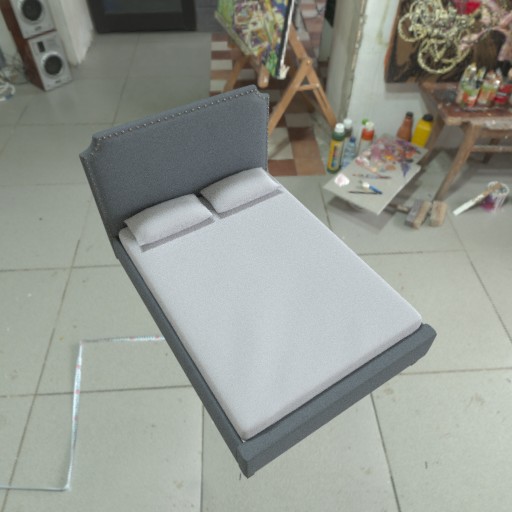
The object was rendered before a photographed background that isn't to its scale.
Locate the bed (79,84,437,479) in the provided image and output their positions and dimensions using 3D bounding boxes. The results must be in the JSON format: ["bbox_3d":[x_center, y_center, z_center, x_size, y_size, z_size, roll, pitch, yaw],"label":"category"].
[{"bbox_3d":[0.000,0.000,3.441,1.712,1.443,2.372,-26,53,-21],"label":"bed"}]
